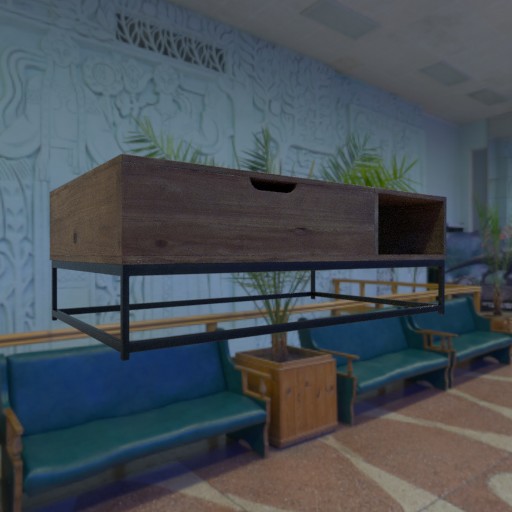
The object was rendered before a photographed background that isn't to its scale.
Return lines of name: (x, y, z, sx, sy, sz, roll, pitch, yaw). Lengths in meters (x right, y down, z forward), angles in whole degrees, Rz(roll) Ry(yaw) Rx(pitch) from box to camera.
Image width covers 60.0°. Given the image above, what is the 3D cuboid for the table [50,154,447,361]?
table: (0.000, 0.000, 1.425, 1.101, 0.395, 0.655, 0, 0, -36)
